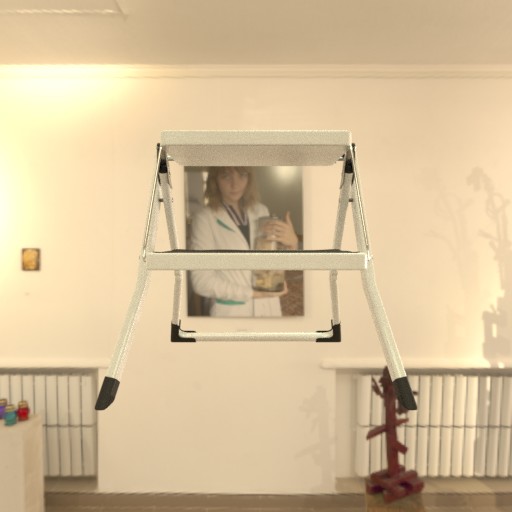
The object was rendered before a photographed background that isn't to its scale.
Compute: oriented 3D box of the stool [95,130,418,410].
[{"bbox_3d":[0.000,0.000,0.874,0.485,0.445,0.490,0,2,0],"label":"stool"}]
